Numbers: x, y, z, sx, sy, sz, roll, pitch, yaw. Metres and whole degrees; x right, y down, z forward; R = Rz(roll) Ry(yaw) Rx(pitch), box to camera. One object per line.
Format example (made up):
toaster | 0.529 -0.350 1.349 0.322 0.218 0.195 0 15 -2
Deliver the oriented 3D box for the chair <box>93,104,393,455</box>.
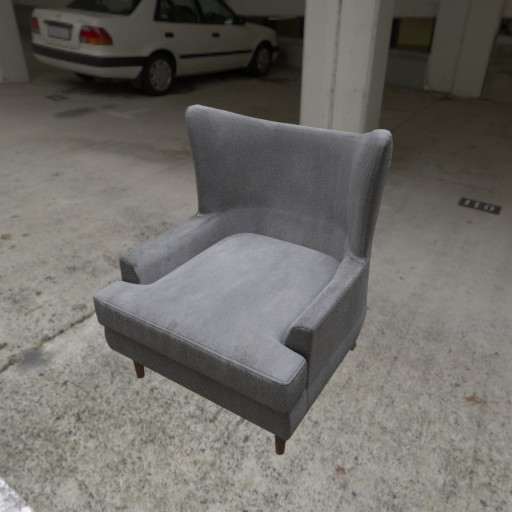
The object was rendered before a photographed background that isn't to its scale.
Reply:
chair | 0.000 0.000 1.629 0.784 0.950 0.906 17 34 28
